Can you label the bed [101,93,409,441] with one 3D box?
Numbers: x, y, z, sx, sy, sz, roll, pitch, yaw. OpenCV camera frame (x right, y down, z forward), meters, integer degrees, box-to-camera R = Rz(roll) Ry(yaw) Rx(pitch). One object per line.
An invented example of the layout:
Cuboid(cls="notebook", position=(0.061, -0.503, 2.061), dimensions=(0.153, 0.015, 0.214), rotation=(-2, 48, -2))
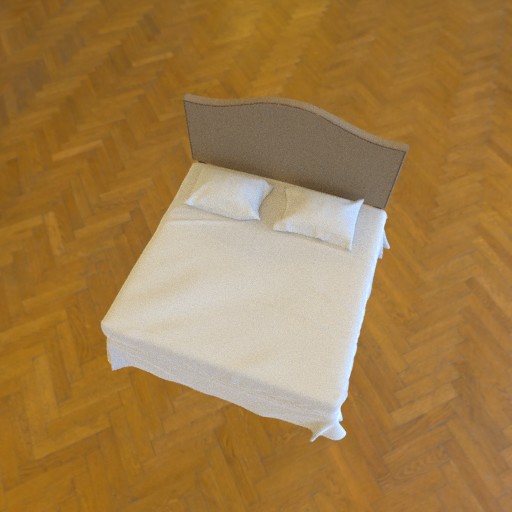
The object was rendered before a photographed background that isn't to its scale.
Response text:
Cuboid(cls="bed", position=(0.000, 0.000, 3.750), dimensions=(2.311, 1.651, 2.222), rotation=(16, 59, 10))
